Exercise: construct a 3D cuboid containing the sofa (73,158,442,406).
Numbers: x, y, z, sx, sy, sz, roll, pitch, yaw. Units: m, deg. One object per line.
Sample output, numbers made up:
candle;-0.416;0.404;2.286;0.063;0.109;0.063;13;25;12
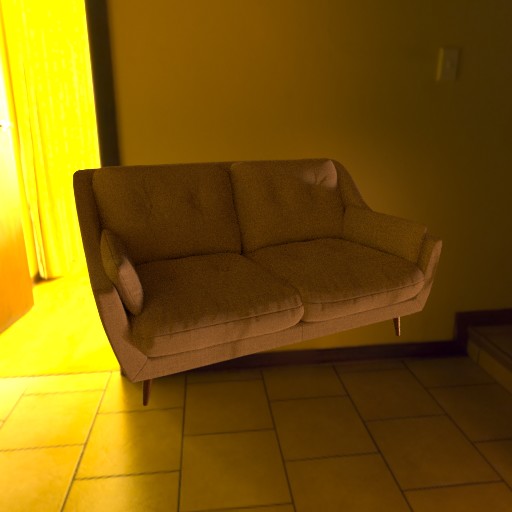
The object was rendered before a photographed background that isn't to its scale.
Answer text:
sofa;0.000;0.000;2.235;1.652;0.888;0.965;-8;18;-26
